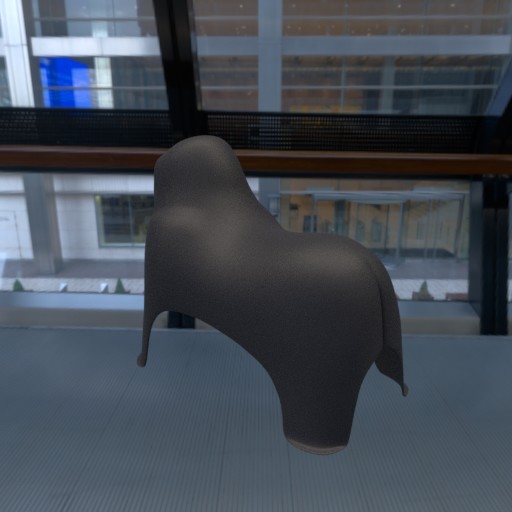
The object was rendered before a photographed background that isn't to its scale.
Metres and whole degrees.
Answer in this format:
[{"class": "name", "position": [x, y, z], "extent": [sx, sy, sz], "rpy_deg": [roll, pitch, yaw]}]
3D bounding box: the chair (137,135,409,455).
[{"class": "chair", "position": [0.000, 0.000, 1.143], "extent": [0.490, 0.600, 0.758], "rpy_deg": [-15, 21, -43]}]
